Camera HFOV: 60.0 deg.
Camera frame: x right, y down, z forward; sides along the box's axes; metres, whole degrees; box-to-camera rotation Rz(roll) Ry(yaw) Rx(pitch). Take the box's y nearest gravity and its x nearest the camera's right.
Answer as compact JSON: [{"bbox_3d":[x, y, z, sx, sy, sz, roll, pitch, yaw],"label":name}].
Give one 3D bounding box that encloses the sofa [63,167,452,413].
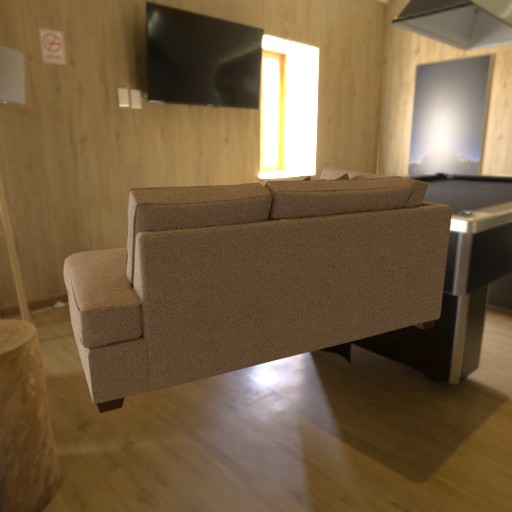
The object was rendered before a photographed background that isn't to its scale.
[{"bbox_3d":[0.000,0.000,2.824,2.238,1.019,1.110,-7,16,-26],"label":"sofa"}]
